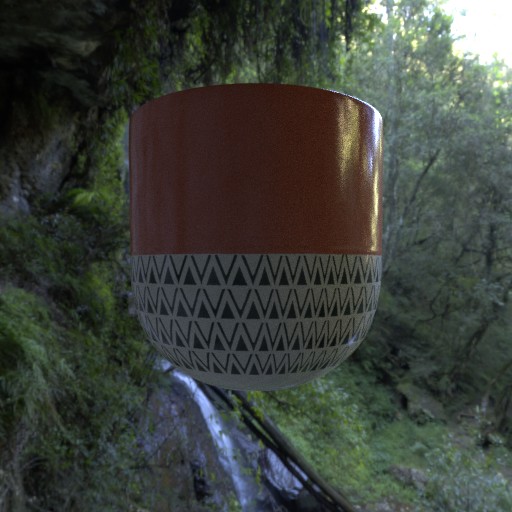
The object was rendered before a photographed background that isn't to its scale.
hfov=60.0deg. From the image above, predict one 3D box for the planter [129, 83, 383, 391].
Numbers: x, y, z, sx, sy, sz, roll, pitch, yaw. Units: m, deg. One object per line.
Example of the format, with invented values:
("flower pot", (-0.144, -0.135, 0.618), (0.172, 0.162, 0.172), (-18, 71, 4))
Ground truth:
("planter", (0.000, 0.000, 0.480), (0.266, 0.270, 0.266), (0, -1, 0))
